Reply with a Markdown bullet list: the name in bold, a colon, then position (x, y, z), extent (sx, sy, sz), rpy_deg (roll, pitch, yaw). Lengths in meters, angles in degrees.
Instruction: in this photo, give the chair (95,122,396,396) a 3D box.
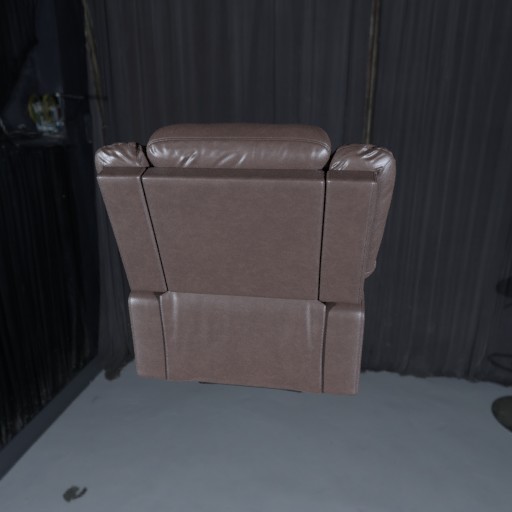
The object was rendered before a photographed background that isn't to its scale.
- **chair**: position (0.000, 0.000, 1.739), extent (0.899, 1.009, 0.934), rpy_deg (3, 18, 8)
